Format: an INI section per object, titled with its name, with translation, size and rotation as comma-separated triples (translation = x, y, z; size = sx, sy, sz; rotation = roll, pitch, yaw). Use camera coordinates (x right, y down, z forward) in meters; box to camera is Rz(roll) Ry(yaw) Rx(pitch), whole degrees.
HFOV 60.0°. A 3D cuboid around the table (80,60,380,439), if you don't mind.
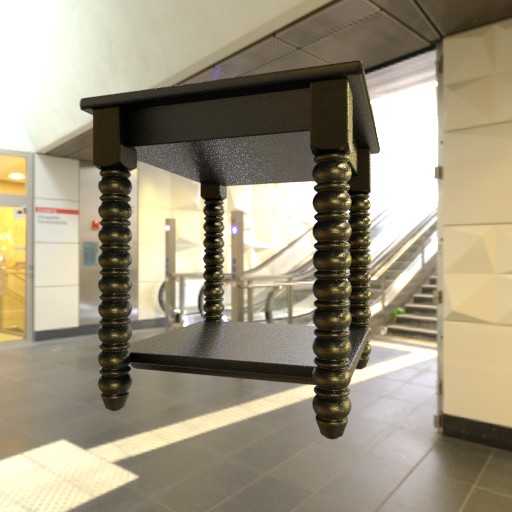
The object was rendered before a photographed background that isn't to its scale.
[table]
translation = 0.000, 0.000, 0.969
size = 0.500, 0.567, 0.533
rotation = 0, 0, 18
